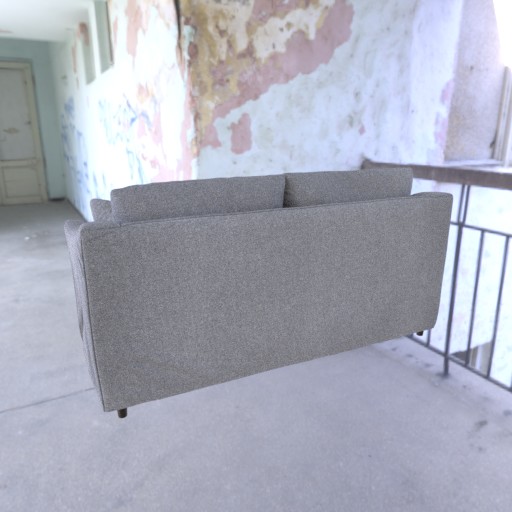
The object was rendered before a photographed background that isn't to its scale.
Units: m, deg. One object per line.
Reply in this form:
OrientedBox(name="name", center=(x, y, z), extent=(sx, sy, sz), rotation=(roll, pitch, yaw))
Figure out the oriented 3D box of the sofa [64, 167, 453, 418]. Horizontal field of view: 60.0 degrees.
OrientedBox(name="sofa", center=(0.000, 0.000, 2.616), extent=(2.010, 1.018, 1.072), rotation=(-8, 18, -25))
